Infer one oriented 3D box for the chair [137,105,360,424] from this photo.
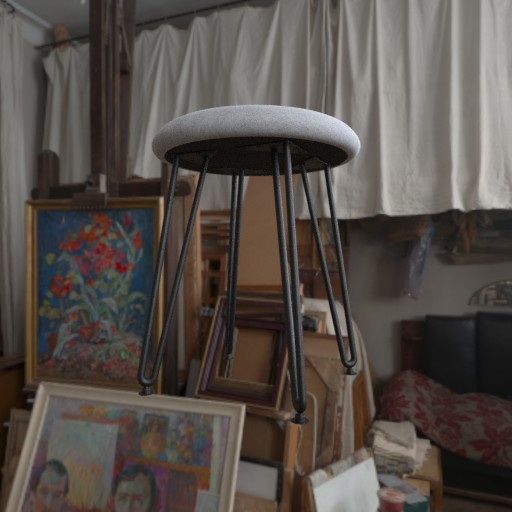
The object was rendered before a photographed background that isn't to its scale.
[{"bbox_3d":[0.000,0.000,0.674,0.350,0.386,0.350,0,0,-18],"label":"chair"}]
